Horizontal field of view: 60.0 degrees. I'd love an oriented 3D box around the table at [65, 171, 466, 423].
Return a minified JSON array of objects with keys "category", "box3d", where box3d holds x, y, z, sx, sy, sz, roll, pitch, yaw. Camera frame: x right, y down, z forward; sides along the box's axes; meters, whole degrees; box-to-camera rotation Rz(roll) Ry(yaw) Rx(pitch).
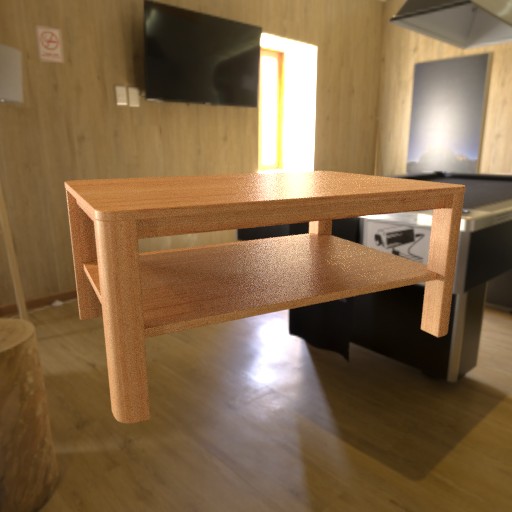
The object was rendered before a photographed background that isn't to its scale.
[{"category":"table","box3d":[0.000,0.000,1.367,0.997,0.445,0.696,-8,17,-26]}]
